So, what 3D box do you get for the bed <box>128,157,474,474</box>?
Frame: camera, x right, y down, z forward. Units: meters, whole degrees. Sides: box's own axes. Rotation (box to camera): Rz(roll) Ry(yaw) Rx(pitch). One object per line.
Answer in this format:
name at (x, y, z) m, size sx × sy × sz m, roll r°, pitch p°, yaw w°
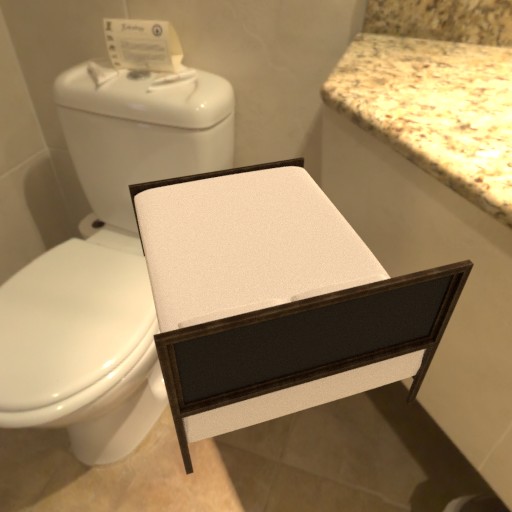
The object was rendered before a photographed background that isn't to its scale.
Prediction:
bed at (0.000, 0.000, 3.283) m, size 1.607 × 1.313 × 2.221 m, roll -12°, pitch 42°, yaw -13°
